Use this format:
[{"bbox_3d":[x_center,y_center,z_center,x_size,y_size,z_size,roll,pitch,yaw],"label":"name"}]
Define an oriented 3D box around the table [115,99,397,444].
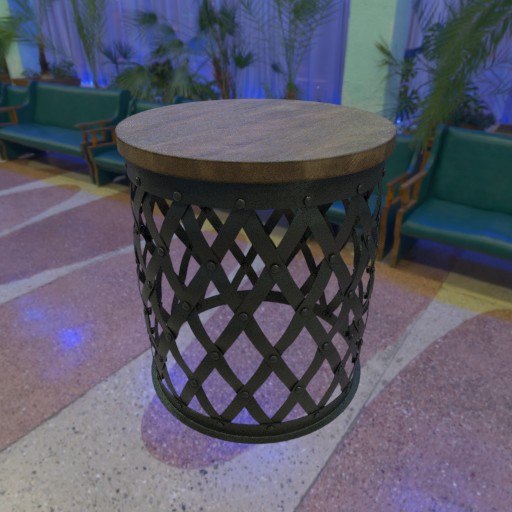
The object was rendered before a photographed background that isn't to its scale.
[{"bbox_3d":[0.000,0.000,0.767,0.405,0.454,0.405,0,29,0],"label":"table"}]
